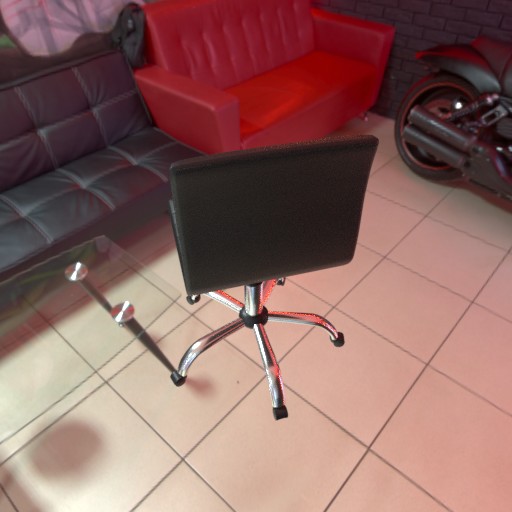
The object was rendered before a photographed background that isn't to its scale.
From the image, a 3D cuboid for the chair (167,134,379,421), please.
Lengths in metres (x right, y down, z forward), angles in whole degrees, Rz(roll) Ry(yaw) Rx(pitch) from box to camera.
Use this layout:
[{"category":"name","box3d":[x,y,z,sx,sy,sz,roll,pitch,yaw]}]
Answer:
[{"category":"chair","box3d":[0.000,0.000,1.149,0.556,0.780,0.530,-11,44,-11]}]
